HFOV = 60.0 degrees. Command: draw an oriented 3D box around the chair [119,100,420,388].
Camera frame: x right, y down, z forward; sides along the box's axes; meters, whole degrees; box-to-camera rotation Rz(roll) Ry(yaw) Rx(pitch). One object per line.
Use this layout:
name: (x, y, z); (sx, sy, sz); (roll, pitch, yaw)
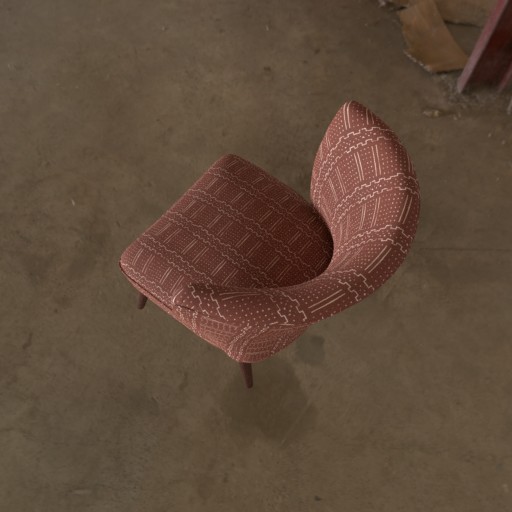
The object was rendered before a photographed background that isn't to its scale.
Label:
chair: (0.000, 0.000, 1.390); (0.758, 0.866, 0.706); (34, 68, 16)
